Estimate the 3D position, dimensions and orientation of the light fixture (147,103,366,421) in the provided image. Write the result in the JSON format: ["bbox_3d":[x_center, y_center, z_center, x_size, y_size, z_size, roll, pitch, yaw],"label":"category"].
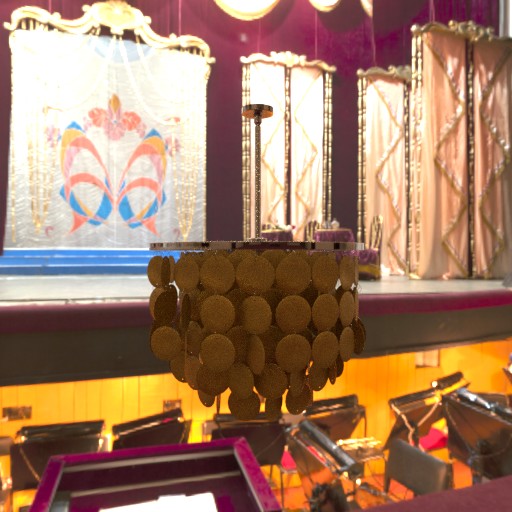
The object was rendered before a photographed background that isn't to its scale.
[{"bbox_3d":[0.000,0.000,0.748,0.368,0.492,0.368,0,0,0],"label":"light fixture"}]
